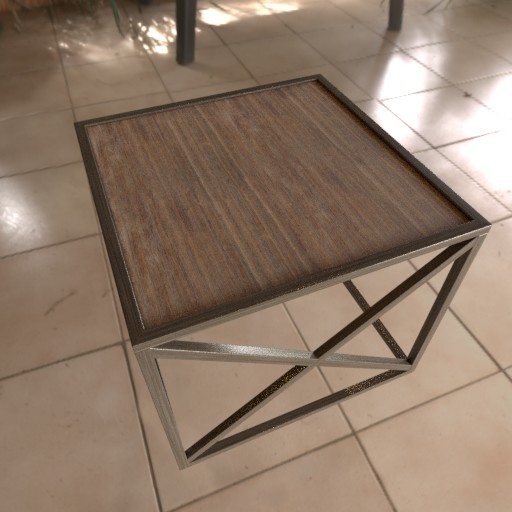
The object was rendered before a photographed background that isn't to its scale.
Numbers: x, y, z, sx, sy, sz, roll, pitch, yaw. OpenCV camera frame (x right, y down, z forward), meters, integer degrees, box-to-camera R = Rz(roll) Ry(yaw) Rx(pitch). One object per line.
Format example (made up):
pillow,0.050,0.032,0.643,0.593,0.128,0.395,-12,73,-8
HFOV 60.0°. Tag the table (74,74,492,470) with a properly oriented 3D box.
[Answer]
table,0.000,0.000,1.043,0.611,0.507,0.609,-17,50,-15
